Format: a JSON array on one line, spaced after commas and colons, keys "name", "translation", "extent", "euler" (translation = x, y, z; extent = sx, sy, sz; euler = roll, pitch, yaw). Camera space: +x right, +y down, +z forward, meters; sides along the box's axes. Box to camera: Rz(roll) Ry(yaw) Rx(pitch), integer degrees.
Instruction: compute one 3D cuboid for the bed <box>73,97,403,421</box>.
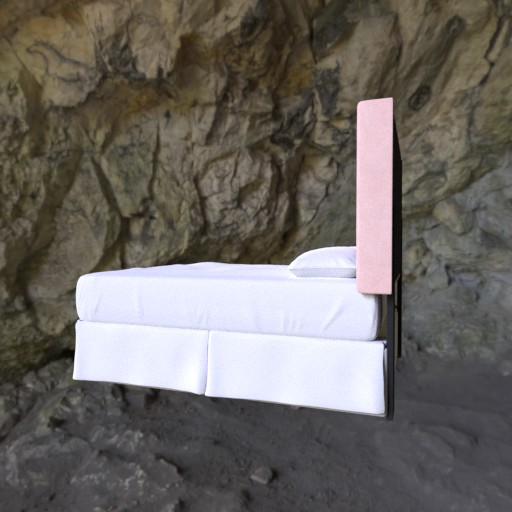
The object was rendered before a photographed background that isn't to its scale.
[{"name": "bed", "translation": [0.000, 0.000, 3.359], "extent": [2.066, 1.665, 1.719], "euler": [0, 1, 20]}]
